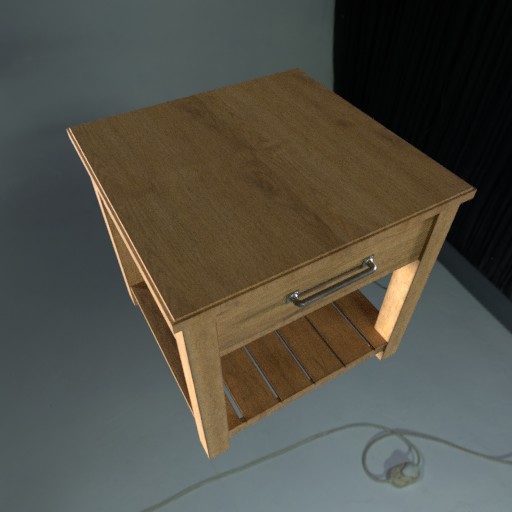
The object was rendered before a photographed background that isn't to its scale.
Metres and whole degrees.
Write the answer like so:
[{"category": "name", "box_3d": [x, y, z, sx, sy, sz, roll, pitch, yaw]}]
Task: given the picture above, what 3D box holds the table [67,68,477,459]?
[{"category": "table", "box_3d": [0.000, 0.000, 1.116, 0.616, 0.593, 0.612, -23, 51, -20]}]
